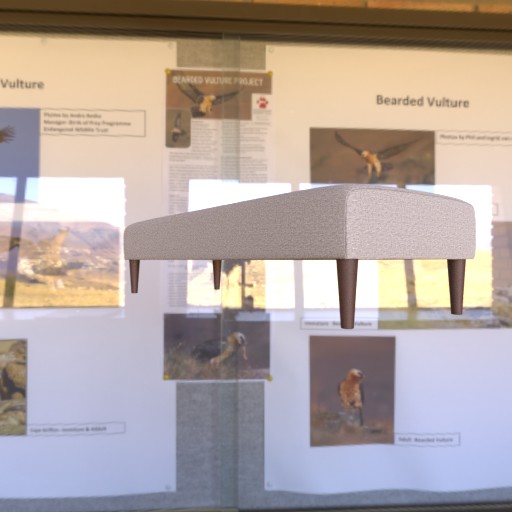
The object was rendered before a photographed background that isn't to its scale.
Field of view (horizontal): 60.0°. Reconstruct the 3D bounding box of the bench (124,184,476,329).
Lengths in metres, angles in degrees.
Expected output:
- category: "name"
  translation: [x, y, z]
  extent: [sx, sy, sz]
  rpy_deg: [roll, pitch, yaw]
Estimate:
- category: "bench"
  translation: [0.000, 0.000, 1.884]
  extent: [0.631, 0.383, 1.598]
  rpy_deg: [0, -1, -36]
